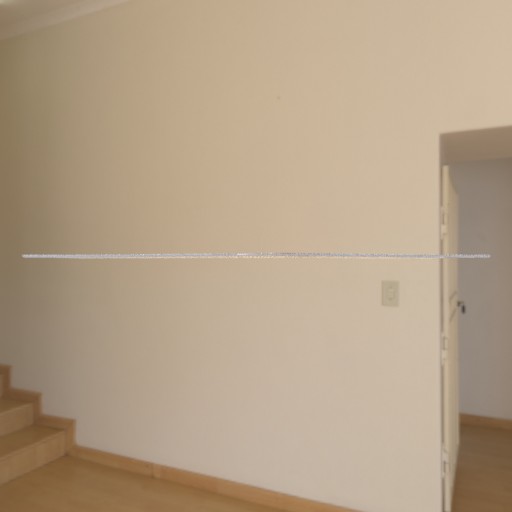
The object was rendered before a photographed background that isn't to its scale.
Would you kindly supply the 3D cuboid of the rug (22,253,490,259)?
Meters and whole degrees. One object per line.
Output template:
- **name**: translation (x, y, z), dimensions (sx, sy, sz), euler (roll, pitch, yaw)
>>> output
- **rug**: translation (0.000, 0.000, 2.534), dimensions (2.320, 0.032, 0.692), euler (0, -1, 0)
